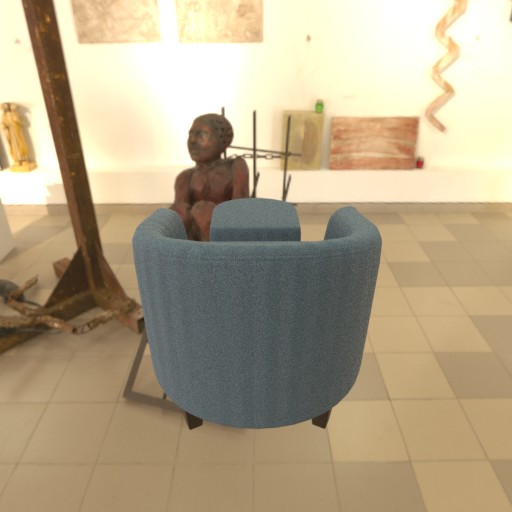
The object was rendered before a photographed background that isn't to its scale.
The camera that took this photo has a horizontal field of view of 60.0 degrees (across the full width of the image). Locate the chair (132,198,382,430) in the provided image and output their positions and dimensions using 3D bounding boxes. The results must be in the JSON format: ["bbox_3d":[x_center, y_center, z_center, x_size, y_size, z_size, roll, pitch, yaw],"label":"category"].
[{"bbox_3d":[0.000,0.000,1.735,0.756,0.757,1.288,0,30,0],"label":"chair"}]
